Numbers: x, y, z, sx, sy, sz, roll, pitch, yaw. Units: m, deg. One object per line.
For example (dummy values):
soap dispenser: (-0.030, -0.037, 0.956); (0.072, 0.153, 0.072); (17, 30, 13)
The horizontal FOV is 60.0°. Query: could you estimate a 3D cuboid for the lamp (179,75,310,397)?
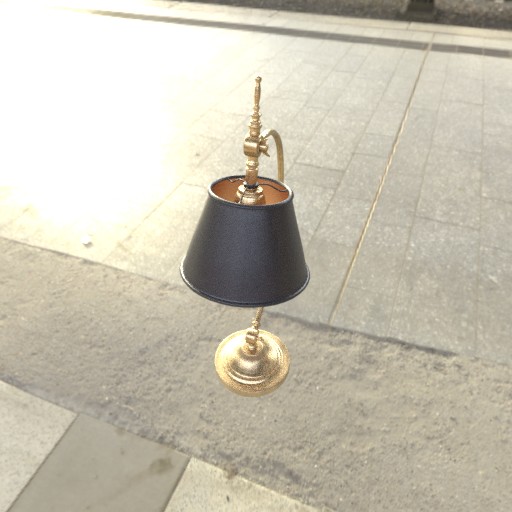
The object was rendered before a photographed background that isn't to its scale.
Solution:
lamp: (0.000, 0.000, 0.854); (0.235, 0.675, 0.344); (13, 43, 14)
